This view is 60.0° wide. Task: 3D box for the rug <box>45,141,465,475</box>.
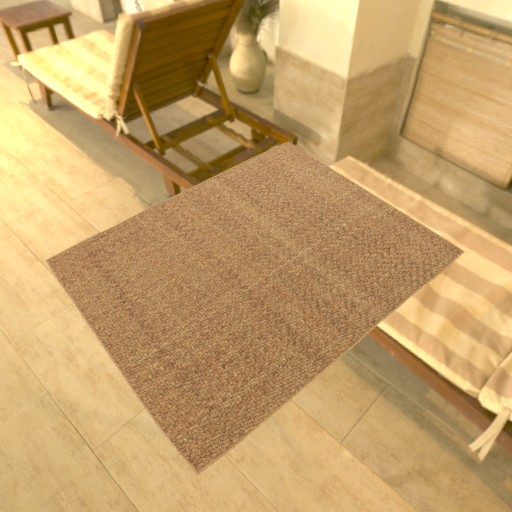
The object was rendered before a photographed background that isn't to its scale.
[{"bbox_3d":[0.000,0.000,4.057,3.048,0.013,2.439,-32,54,-26],"label":"rug"}]
